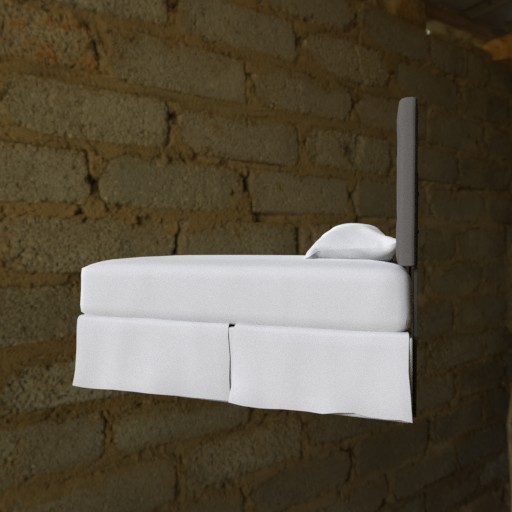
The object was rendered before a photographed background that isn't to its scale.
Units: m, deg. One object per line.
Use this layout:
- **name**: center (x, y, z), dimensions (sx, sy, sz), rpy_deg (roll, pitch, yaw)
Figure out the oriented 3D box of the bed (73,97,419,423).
- **bed**: center (0.000, 0.000, 2.958), dimensions (1.997, 1.571, 1.261), rpy_deg (0, 1, 18)
